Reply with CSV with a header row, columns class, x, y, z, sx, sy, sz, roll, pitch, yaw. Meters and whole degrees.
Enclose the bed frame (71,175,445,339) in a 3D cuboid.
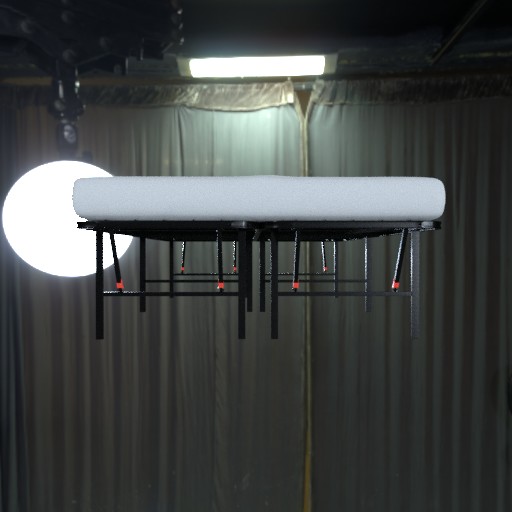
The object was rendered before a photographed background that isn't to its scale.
class,x,y,z,sx,sy,sz,roll,pitch,yaw
bed frame,0.000,0.000,2.535,1.372,0.637,1.905,0,0,-1
